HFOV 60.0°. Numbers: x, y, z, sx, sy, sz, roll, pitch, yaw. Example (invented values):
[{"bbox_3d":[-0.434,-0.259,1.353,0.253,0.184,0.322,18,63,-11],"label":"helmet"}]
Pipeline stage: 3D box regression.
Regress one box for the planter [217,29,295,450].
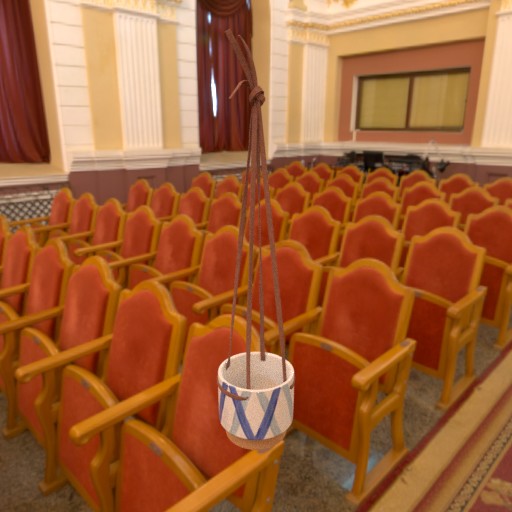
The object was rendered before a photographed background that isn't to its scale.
[{"bbox_3d":[0.000,0.000,0.822,0.157,0.753,0.153,-15,22,-42],"label":"planter"}]
